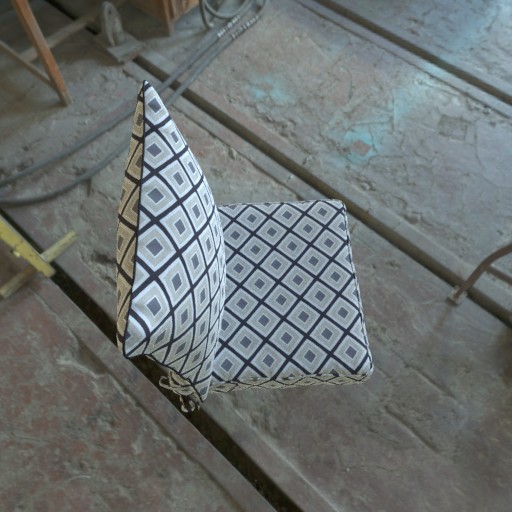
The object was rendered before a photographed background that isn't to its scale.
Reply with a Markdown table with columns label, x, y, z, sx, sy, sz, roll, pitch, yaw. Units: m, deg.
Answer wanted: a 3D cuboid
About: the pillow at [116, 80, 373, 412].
| label | x | y | z | sx | sy | sz | roll | pitch | yaw |
| --- | --- | --- | --- | --- | --- | --- | --- | --- | --- |
| pillow | 0.000 | 0.000 | 1.359 | 0.733 | 0.722 | 0.798 | -3 | 63 | -1 |
